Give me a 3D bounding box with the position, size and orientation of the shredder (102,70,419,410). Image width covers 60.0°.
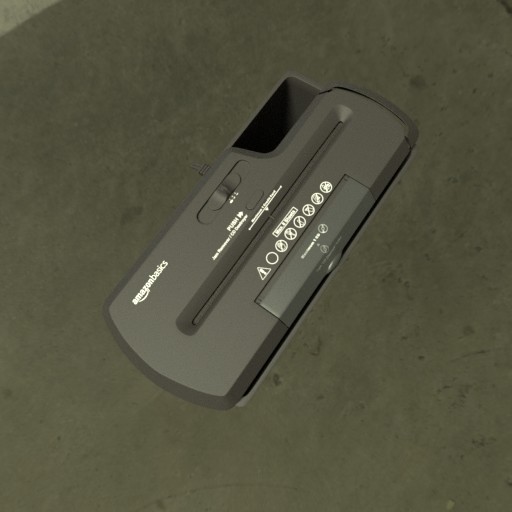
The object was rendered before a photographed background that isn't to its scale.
[{"bbox_3d":[0.000,0.000,0.525,0.170,0.335,0.320,34,79,8],"label":"shredder"}]
